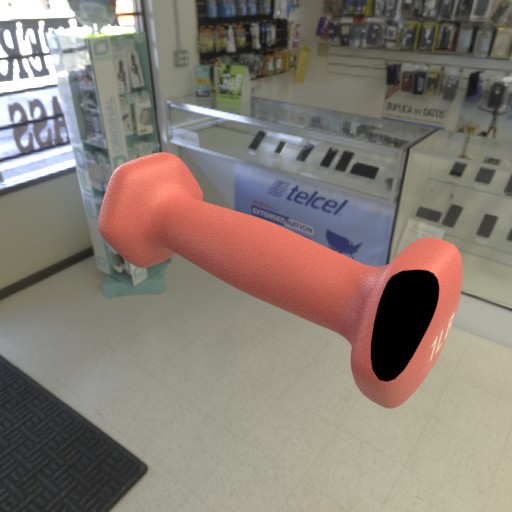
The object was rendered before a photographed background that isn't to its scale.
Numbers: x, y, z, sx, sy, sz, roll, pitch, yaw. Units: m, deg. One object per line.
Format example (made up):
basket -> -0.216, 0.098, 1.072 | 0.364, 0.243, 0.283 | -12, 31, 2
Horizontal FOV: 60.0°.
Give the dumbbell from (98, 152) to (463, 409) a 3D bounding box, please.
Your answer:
dumbbell -> 0.000, 0.000, 0.146 | 0.123, 0.043, 0.047 | 24, 39, 34
